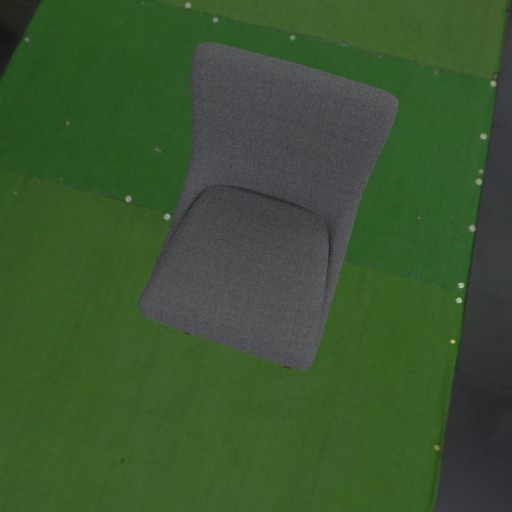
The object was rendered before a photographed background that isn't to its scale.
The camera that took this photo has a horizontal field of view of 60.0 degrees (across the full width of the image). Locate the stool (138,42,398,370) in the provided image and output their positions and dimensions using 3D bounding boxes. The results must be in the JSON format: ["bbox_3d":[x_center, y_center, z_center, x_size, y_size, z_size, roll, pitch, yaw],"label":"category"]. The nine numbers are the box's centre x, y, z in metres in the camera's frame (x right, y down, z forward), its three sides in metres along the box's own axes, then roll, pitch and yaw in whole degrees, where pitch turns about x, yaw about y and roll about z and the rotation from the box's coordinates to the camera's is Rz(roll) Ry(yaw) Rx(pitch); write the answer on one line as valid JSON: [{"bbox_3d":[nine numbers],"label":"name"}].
[{"bbox_3d":[0.000,0.000,1.232,0.447,0.977,0.524,18,75,5],"label":"stool"}]
